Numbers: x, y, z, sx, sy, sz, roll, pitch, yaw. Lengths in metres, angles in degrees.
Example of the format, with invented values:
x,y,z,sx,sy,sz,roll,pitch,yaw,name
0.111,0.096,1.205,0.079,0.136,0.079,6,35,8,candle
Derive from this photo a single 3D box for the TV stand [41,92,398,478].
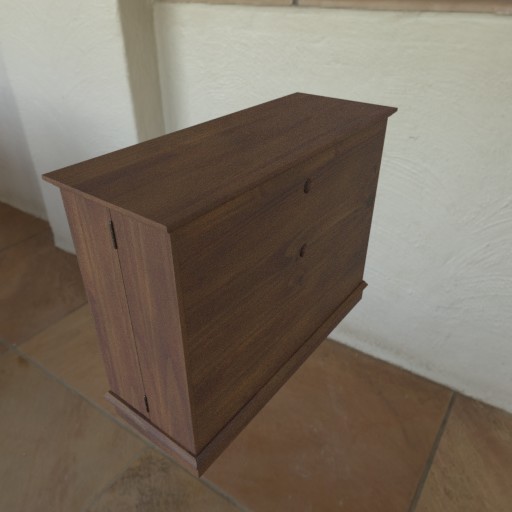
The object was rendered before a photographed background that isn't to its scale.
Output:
x,y,z,sx,sy,sz,roll,pitch,yaw,name
0.000,0.000,1.471,0.406,0.813,1.067,22,38,31,TV stand
